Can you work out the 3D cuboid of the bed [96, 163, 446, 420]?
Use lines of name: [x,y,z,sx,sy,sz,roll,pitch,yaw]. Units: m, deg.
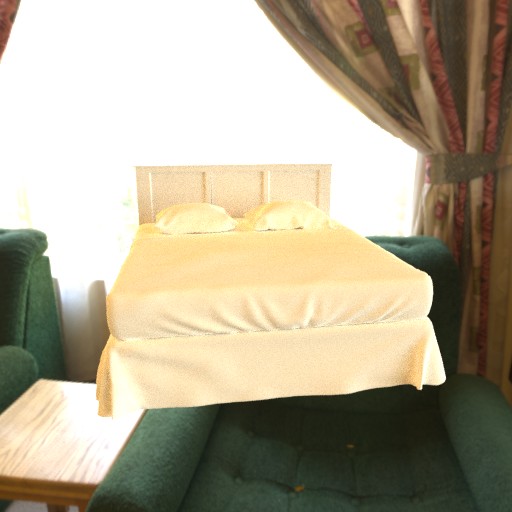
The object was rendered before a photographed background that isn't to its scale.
bed: [0.000,0.000,3.532,2.317,1.273,2.215,-2,16,-8]
